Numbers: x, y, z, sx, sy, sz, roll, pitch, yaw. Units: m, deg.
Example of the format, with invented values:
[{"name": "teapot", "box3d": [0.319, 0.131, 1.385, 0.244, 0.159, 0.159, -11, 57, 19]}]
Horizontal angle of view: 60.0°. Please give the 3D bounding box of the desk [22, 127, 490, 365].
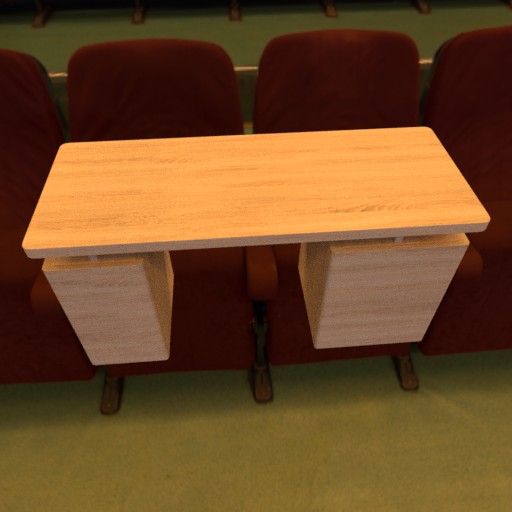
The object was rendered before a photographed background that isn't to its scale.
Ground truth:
[{"name": "desk", "box3d": [0.000, 0.000, 1.768, 1.400, 0.760, 0.550, -4, 47, -3]}]
